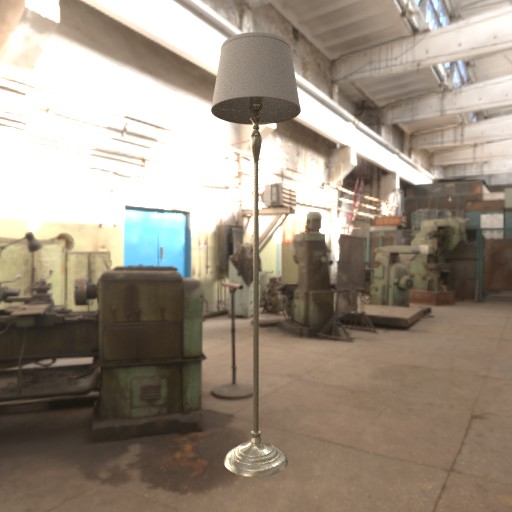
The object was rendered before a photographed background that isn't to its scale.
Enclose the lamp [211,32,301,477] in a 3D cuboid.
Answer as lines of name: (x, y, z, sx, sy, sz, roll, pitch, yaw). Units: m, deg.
lamp: (0.000, 0.000, 1.622, 0.327, 1.506, 0.327, 0, 1, 35)
